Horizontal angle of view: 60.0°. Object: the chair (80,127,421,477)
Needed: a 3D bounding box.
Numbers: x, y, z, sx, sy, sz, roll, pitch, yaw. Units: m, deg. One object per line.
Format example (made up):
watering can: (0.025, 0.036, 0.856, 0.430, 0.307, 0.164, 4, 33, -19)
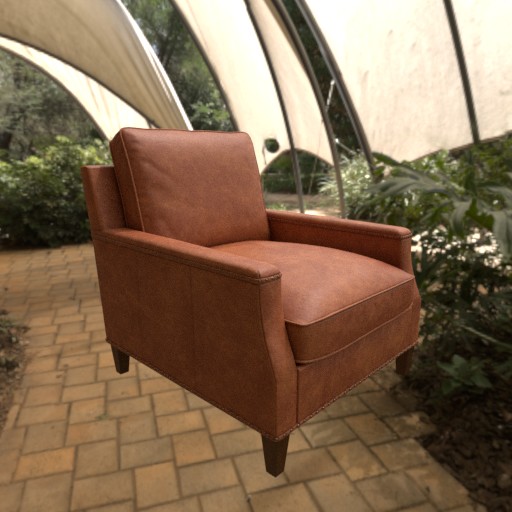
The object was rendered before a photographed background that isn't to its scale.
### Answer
chair: (0.000, 0.000, 1.677, 1.014, 0.943, 0.853, 13, 19, 42)
